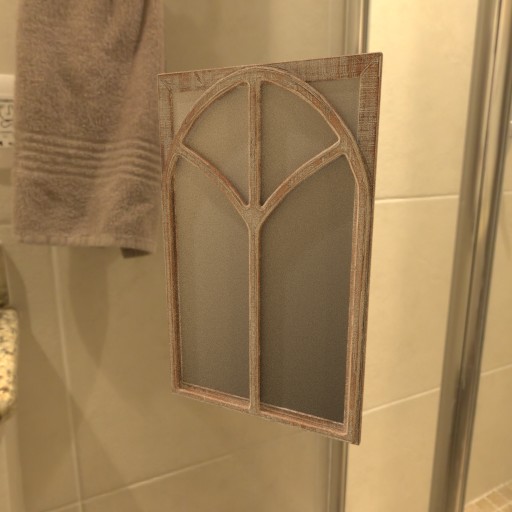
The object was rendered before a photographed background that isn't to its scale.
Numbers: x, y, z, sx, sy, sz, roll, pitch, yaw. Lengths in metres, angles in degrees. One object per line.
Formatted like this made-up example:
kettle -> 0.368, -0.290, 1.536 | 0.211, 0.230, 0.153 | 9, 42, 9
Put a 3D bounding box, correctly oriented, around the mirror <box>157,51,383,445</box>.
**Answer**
mirror -> 0.000, 0.000, 0.974 | 0.495, 0.787, 0.058 | 6, 14, 26
